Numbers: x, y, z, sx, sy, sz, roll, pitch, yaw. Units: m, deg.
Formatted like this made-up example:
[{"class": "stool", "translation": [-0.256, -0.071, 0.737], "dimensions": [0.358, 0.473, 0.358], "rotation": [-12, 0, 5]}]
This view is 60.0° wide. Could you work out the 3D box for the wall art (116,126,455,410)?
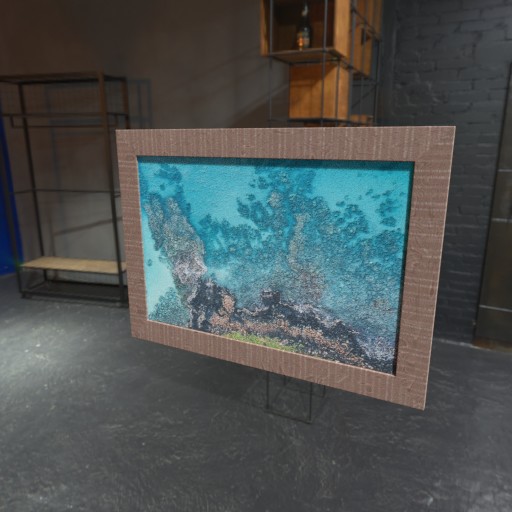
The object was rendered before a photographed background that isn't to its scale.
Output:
[{"class": "wall art", "translation": [0.000, 0.000, 1.375], "dimensions": [1.056, 0.761, 0.020], "rotation": [7, 17, 26]}]
